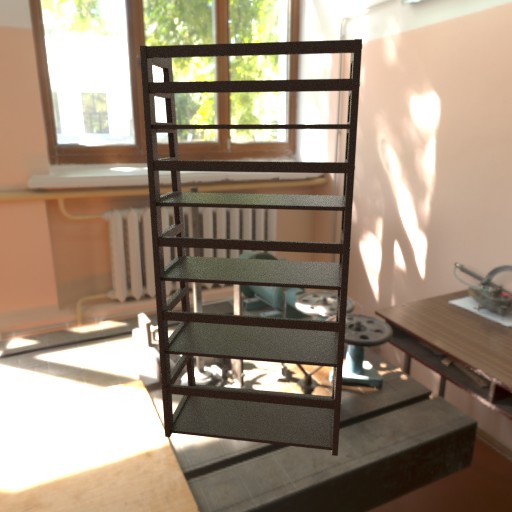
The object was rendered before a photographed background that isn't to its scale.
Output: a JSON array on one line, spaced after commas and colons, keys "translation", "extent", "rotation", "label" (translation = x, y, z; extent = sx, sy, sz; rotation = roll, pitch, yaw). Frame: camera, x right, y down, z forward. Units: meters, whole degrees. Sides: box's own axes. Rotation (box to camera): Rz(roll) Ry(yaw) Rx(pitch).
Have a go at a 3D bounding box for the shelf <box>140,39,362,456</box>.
[{"translation": [0.000, 0.000, 1.895], "extent": [0.763, 1.600, 0.403], "rotation": [2, 16, 9], "label": "shelf"}]
